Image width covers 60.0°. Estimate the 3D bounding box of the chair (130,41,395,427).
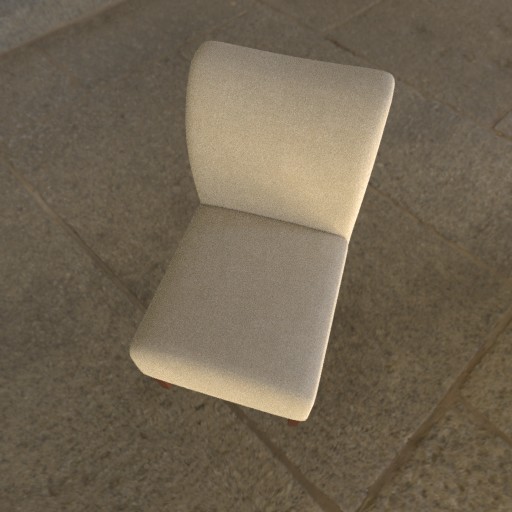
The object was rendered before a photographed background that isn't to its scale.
[{"bbox_3d":[0.000,0.000,1.299,0.521,0.833,0.754,14,59,9],"label":"chair"}]
